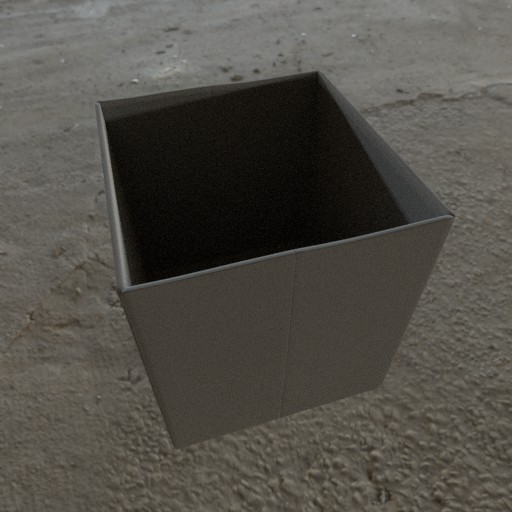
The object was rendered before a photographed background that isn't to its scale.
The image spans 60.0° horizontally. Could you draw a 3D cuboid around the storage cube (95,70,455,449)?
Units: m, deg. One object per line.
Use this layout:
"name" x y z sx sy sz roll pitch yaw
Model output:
"storage cube" 0.000 0.000 0.498 0.270 0.280 0.270 -13 48 -12
